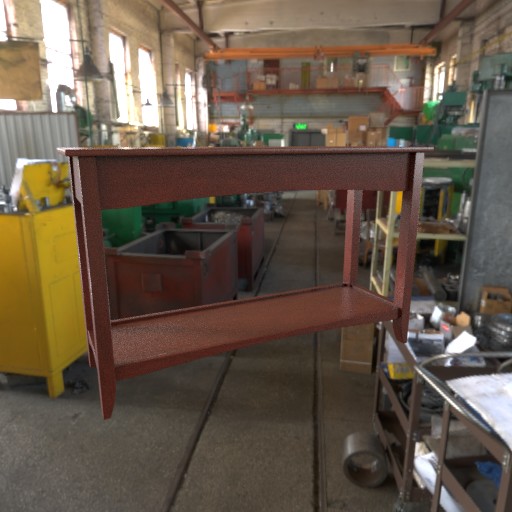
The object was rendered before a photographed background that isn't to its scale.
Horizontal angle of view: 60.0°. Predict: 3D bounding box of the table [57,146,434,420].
[{"bbox_3d":[0.000,0.000,1.552,1.188,0.739,0.392,-7,16,-25],"label":"table"}]
